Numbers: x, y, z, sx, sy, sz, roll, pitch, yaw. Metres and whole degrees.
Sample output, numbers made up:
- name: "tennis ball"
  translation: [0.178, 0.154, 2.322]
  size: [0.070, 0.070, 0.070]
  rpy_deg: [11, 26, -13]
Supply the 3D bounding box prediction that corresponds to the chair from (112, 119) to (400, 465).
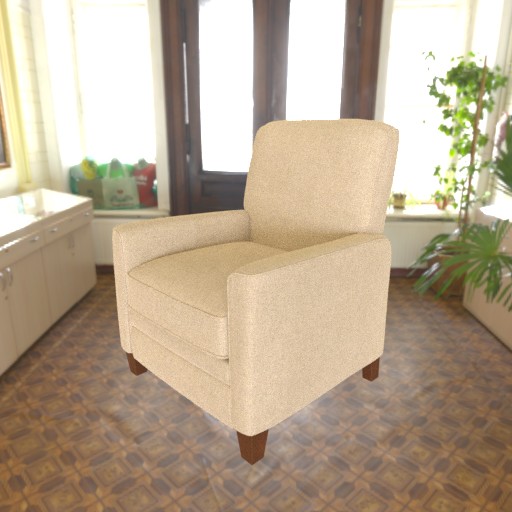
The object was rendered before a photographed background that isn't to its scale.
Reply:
- name: "chair"
  translation: [0.000, 0.000, 1.722]
  size: [0.859, 1.023, 0.845]
  rpy_deg: [-15, 22, -42]
